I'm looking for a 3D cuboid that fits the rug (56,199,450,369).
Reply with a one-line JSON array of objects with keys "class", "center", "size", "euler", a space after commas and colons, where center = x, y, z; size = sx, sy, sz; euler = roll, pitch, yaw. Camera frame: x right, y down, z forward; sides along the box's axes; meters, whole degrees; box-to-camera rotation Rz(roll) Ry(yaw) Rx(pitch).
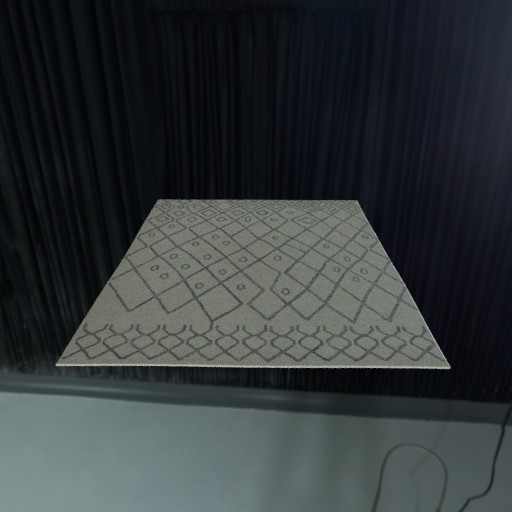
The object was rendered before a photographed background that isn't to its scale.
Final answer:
[{"class": "rug", "center": [0.000, 0.000, 4.093], "size": [2.446, 0.015, 3.046], "euler": [0, 27, 1]}]
